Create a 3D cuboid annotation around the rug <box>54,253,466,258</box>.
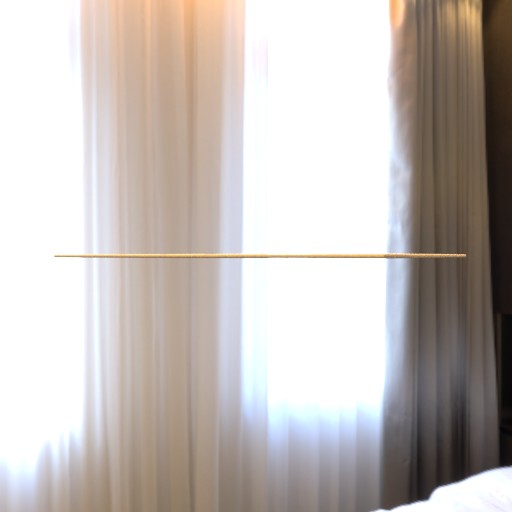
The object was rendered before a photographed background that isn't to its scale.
[{"bbox_3d":[0.000,0.000,2.353,1.828,0.015,1.222,0,0,36],"label":"rug"}]
